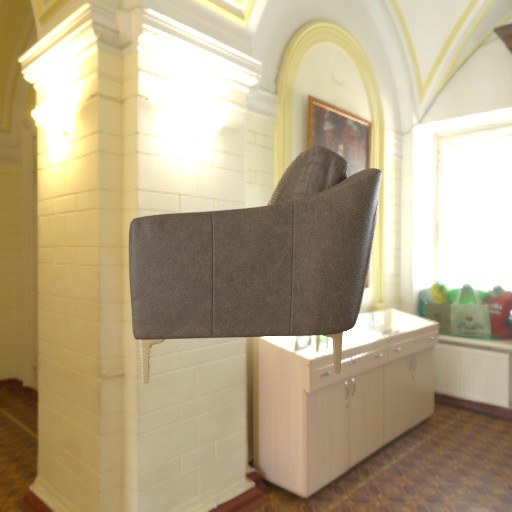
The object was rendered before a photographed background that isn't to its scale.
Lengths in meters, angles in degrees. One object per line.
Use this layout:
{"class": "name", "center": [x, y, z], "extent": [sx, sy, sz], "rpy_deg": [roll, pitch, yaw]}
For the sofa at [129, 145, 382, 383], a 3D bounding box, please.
{"class": "sofa", "center": [0.000, 0.000, 2.562], "extent": [0.960, 0.902, 2.036], "rpy_deg": [0, 0, -1]}
